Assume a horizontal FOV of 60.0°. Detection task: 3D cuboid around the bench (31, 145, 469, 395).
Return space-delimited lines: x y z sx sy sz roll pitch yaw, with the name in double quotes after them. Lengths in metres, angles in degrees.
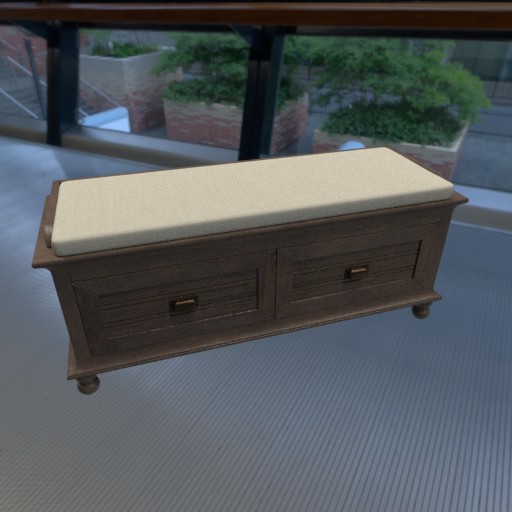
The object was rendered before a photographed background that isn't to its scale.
0.000 0.000 1.415 1.185 0.501 0.402 -9 33 -15 "bench"
